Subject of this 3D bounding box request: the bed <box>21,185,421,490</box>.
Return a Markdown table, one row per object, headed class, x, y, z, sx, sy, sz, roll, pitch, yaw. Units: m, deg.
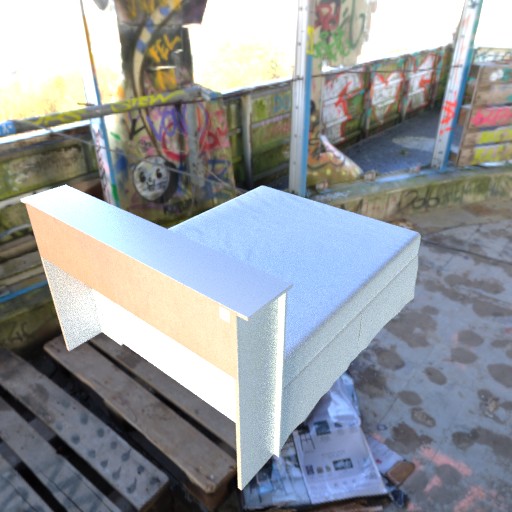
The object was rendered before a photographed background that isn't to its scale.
| class | x | y | z | sx | sy | sz | roll | pitch | yaw |
| --- | --- | --- | --- | --- | --- | --- | --- | --- | --- |
| bed | 0.000 | 0.000 | 3.016 | 1.671 | 1.092 | 2.133 | 23 | 37 | 33 |
